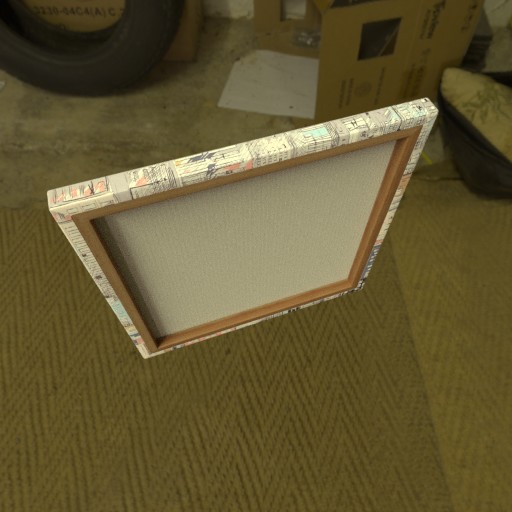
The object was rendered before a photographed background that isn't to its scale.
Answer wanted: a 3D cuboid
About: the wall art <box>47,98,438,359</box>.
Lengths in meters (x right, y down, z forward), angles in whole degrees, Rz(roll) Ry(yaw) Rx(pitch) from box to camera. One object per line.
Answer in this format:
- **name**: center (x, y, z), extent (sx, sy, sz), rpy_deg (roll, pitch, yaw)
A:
- **wall art**: center (0.000, 0.000, 0.919), extent (0.607, 0.608, 0.038), rpy_deg (-16, 59, -10)
